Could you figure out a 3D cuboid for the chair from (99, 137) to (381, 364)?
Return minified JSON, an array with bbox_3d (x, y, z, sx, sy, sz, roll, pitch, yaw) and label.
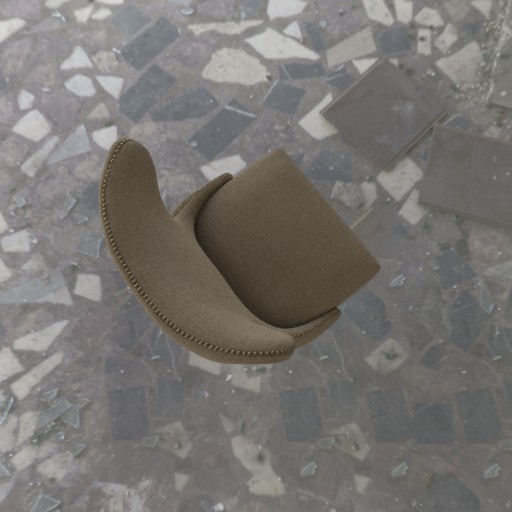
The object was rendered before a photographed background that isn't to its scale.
[{"bbox_3d":[0.000,0.000,1.389,0.635,0.967,0.628,-36,79,-9],"label":"chair"}]
